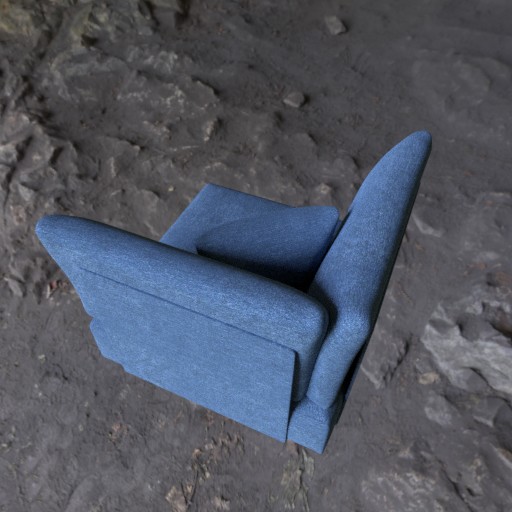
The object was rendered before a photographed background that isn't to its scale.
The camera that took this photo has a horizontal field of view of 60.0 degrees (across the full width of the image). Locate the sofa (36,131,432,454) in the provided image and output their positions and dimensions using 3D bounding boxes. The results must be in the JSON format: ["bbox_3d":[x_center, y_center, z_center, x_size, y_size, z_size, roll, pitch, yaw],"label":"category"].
[{"bbox_3d":[0.000,0.000,1.732,1.000,0.820,1.000,18,50,16],"label":"sofa"}]
